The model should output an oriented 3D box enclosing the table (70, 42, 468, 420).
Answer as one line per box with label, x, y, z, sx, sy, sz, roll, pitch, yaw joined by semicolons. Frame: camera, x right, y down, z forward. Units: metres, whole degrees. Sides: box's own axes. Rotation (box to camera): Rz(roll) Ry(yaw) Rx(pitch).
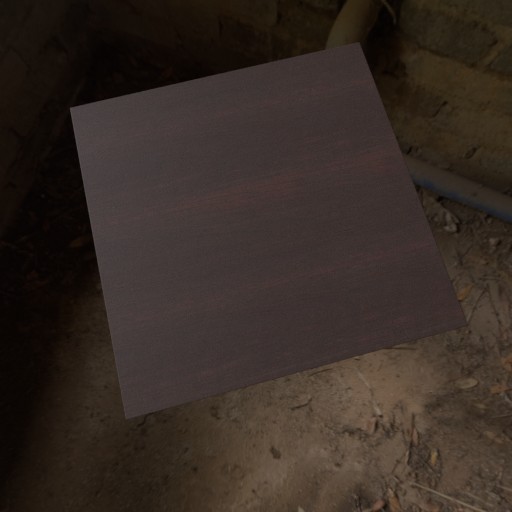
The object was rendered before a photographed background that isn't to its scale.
table;0.000;0.000;0.947;0.495;0.559;0.495;-14;76;-4
